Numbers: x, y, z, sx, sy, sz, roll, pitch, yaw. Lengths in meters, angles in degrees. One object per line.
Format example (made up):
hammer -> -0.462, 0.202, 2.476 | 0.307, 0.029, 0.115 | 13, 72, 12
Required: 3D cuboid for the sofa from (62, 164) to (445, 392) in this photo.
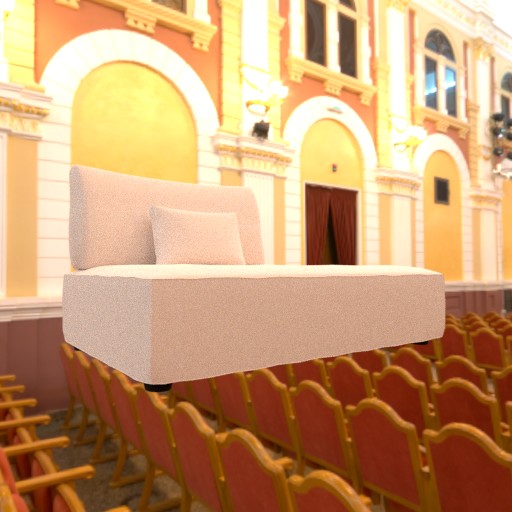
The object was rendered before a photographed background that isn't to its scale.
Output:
sofa -> 0.000, 0.000, 2.035 | 1.450, 0.820, 1.000 | 1, -2, -36
